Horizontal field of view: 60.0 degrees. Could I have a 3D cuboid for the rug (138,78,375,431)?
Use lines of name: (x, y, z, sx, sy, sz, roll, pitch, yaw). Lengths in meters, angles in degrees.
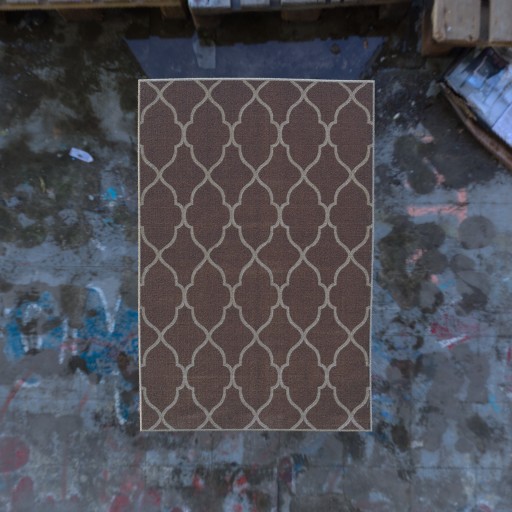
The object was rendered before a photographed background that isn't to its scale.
rug: (0.000, 0.000, 2.877, 1.528, 0.014, 2.294, 0, 91, 0)
